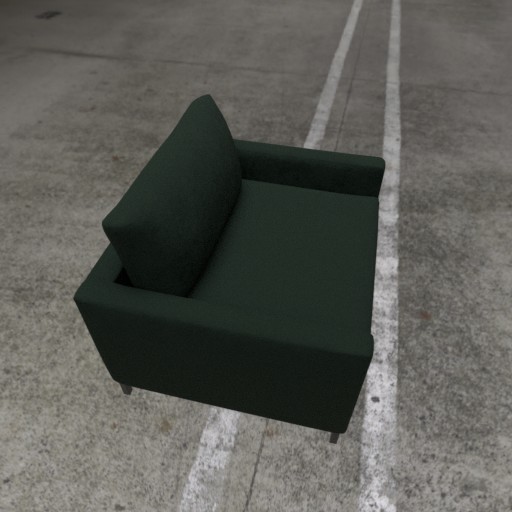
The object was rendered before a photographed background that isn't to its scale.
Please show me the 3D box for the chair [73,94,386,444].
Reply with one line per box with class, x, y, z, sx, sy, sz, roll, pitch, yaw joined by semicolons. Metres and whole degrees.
chair;0.000;0.000;1.637;0.866;0.861;0.963;10;46;9
